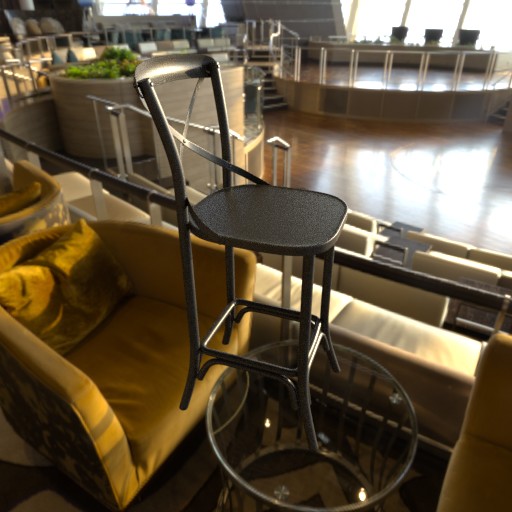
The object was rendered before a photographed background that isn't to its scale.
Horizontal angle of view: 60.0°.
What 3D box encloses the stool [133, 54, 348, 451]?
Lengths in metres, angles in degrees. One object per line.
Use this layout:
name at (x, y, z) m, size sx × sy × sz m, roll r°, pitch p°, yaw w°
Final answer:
stool at (0.000, 0.000, 1.439) m, size 0.584 × 1.168 × 0.457 m, roll 10°, pitch 31°, yaw 18°
